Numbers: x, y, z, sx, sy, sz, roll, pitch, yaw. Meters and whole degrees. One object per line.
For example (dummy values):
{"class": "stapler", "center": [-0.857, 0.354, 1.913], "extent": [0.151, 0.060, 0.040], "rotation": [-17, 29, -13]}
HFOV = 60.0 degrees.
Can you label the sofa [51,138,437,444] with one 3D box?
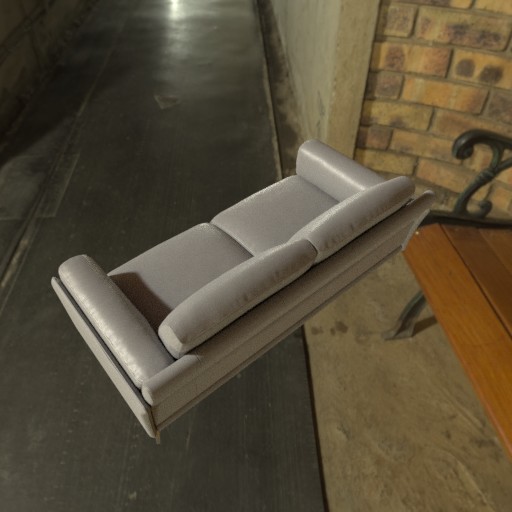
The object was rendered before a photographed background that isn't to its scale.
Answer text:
{"class": "sofa", "center": [0.000, 0.000, 2.699], "extent": [2.101, 0.930, 1.049], "rotation": [-32, 54, -26]}
